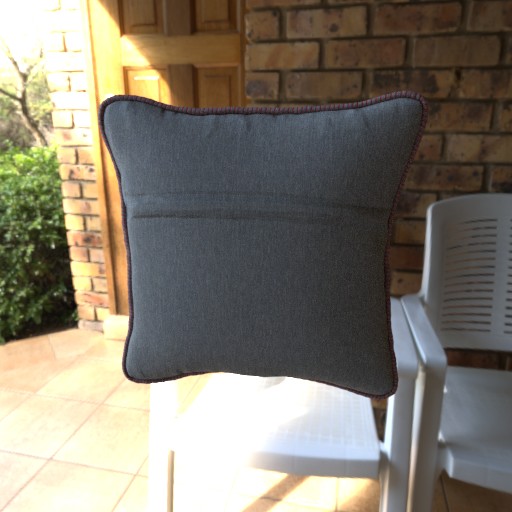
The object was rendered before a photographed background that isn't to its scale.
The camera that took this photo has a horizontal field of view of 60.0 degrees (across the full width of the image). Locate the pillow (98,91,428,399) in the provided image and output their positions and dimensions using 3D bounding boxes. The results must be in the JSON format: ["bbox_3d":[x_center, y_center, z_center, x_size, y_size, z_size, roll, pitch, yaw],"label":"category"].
[{"bbox_3d":[0.000,0.000,0.706,0.482,0.491,0.124,2,17,6],"label":"pillow"}]
